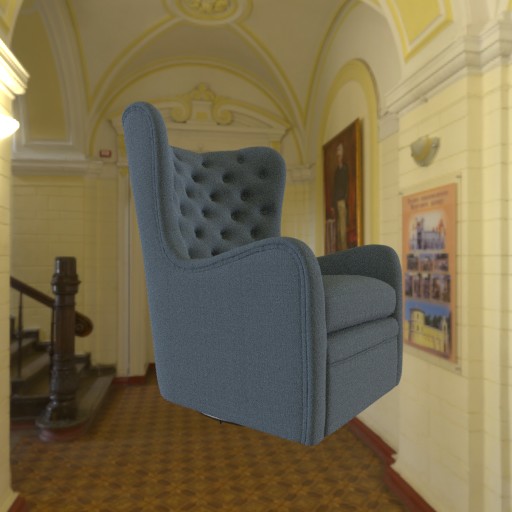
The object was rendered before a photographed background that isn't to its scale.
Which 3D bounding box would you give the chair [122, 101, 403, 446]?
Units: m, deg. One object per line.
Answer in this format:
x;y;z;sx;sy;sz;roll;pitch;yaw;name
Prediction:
0.000;0.000;1.734;0.930;1.079;0.831;0;0;35;chair
